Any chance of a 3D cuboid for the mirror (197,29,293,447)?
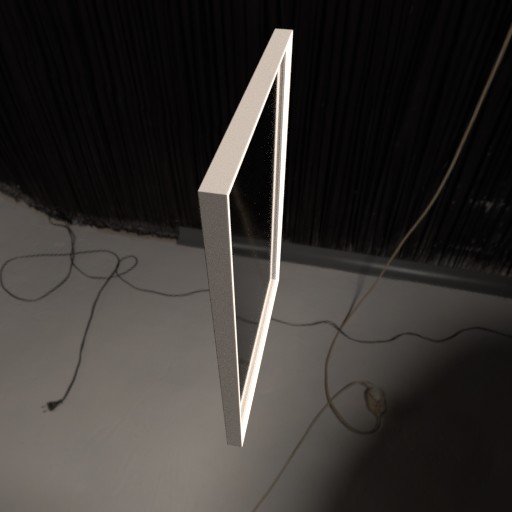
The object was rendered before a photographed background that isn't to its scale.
[{"bbox_3d":[0.000,0.000,0.913,0.039,0.710,0.507,8,46,8],"label":"mirror"}]
